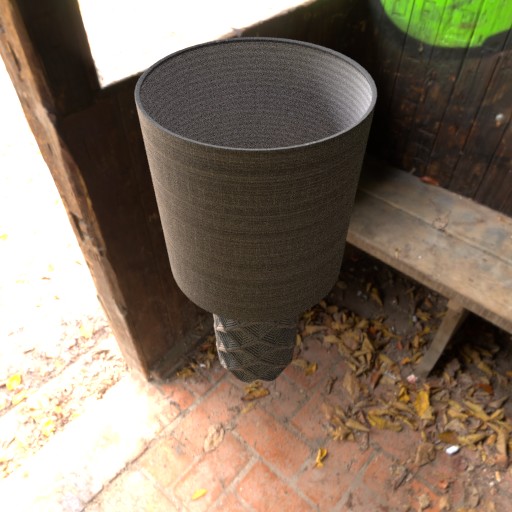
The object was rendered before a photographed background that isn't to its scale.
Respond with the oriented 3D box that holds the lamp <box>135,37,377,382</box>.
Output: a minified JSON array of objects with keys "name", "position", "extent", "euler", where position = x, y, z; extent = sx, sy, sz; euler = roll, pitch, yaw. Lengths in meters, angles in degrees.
[{"name":"lamp","position":[0.000,0.000,0.705],"extent":[0.269,0.566,0.268],"euler":[10,47,9]}]
